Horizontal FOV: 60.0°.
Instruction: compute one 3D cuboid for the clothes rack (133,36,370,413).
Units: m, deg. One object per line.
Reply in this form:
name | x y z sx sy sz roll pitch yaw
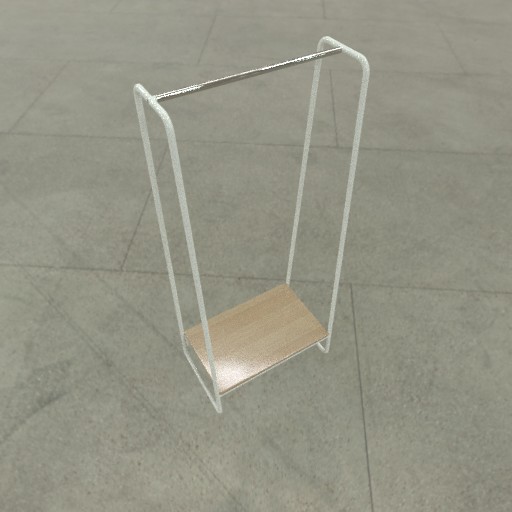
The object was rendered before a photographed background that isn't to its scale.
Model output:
clothes rack | 0.000 0.000 1.764 0.640 1.500 0.400 -24 51 -21
